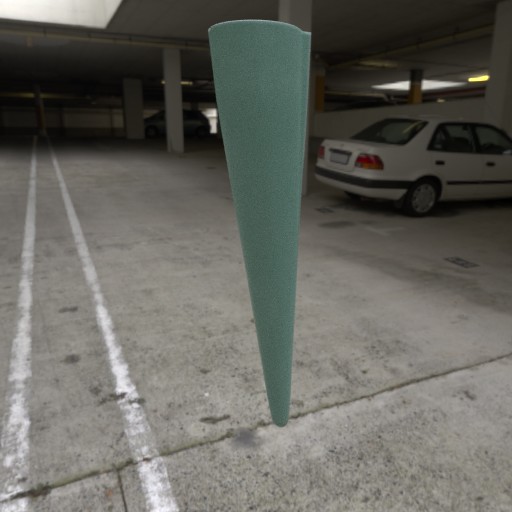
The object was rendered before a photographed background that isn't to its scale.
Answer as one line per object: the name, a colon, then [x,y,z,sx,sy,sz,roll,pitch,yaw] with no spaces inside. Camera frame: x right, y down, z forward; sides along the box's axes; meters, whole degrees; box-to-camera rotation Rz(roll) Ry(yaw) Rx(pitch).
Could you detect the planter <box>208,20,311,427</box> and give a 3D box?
planter: [0.000,0.000,0.290,0.055,0.268,0.054,-7,16,-24]
